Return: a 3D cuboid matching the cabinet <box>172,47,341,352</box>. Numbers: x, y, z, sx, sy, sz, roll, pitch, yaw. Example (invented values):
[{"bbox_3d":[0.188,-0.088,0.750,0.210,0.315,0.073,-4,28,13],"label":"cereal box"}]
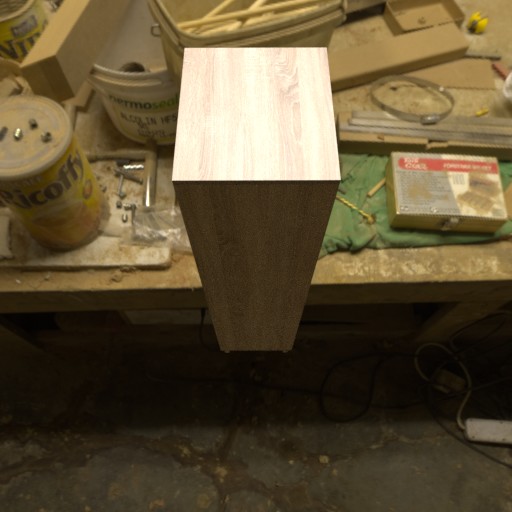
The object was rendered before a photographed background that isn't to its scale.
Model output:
[{"bbox_3d":[0.000,0.000,2.172,0.450,1.960,0.510,0,64,0],"label":"cabinet"}]
